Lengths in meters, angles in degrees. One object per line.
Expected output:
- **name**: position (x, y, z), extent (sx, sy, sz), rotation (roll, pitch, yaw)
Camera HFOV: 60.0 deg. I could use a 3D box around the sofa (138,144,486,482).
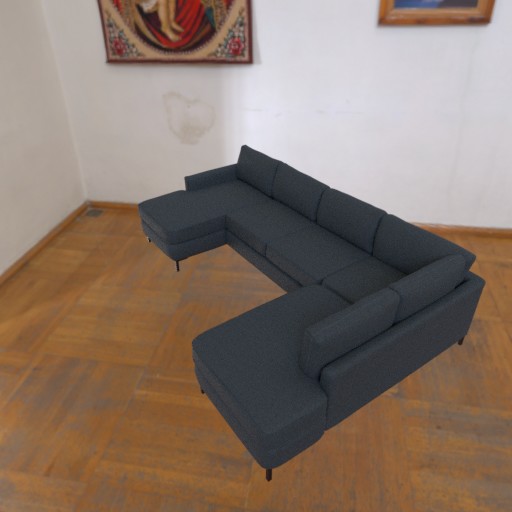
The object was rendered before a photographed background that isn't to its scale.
- **sofa**: position (0.000, 0.000, 3.740), extent (1.984, 0.858, 2.975), rotation (-21, 38, -29)
